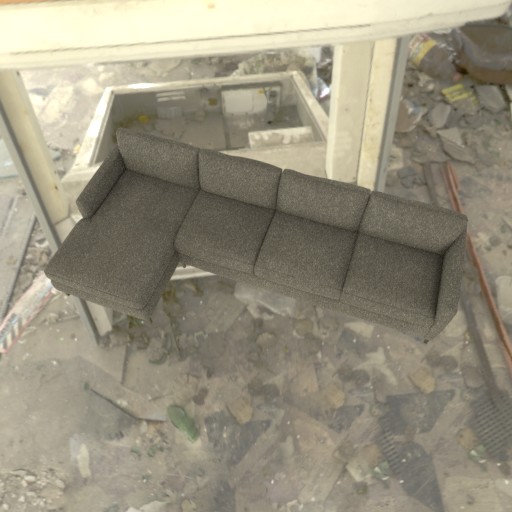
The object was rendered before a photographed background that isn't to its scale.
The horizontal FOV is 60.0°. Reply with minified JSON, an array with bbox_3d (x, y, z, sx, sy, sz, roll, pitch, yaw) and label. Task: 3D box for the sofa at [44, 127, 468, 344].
[{"bbox_3d":[0.000,0.000,3.375,2.932,0.810,1.350,16,59,10],"label":"sofa"}]
